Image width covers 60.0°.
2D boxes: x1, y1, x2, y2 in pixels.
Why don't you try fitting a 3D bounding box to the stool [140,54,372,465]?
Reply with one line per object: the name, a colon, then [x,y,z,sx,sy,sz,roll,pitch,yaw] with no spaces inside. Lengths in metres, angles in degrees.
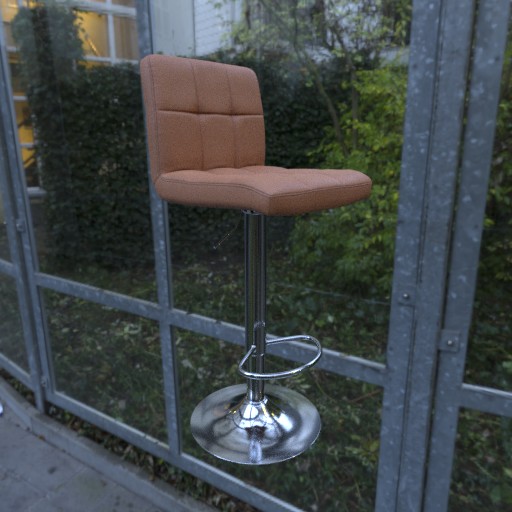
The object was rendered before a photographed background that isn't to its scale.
stool: [0.000,0.000,1.308,0.505,1.115,0.430,15,21,43]
